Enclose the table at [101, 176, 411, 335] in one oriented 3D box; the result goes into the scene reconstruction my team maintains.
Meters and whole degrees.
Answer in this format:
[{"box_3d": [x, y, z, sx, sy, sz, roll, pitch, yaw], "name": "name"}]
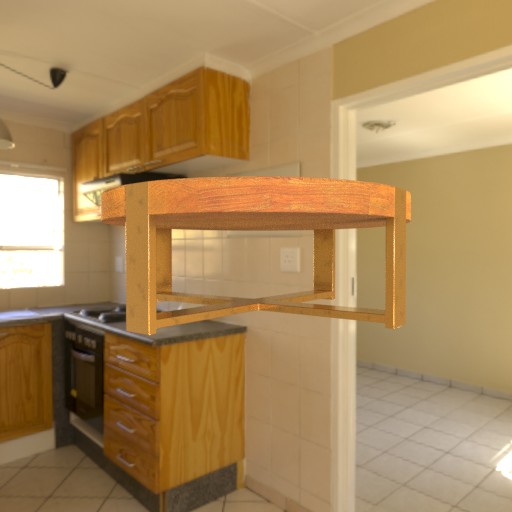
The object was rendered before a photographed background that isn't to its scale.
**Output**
[{"box_3d": [0.000, 0.000, 1.676, 1.100, 0.420, 1.100, 0, 1, 0], "name": "table"}]
